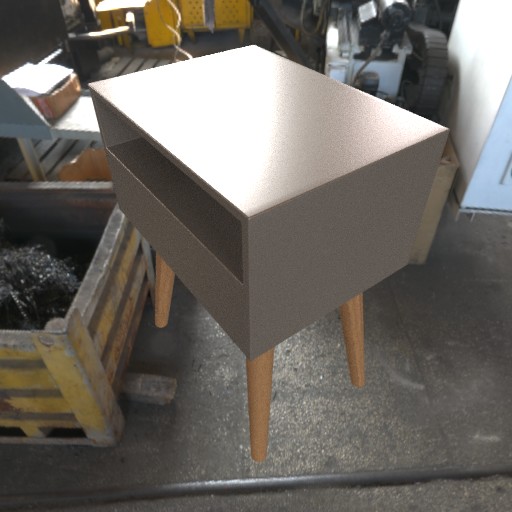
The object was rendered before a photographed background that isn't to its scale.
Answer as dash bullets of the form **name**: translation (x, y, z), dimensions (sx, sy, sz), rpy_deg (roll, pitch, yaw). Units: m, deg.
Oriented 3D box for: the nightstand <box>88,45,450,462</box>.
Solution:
- **nightstand**: translation (0.000, 0.000, 0.716), dimensions (0.288, 0.508, 0.370), rpy_deg (-26, 48, -26)
